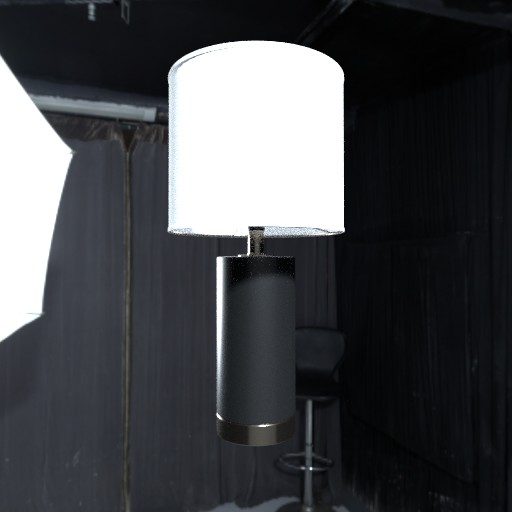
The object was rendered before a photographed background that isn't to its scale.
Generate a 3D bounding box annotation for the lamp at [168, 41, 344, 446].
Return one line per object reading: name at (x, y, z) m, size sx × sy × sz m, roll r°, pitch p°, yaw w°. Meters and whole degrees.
lamp at (0.000, 0.000, 0.617) m, size 0.241 × 0.482 × 0.240 m, roll 0°, pitch -1°, yaw -19°
